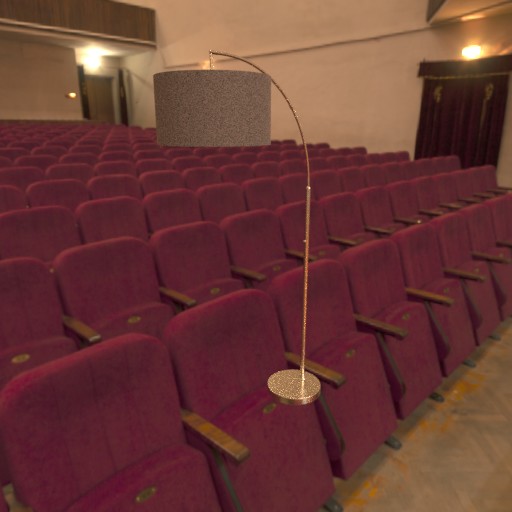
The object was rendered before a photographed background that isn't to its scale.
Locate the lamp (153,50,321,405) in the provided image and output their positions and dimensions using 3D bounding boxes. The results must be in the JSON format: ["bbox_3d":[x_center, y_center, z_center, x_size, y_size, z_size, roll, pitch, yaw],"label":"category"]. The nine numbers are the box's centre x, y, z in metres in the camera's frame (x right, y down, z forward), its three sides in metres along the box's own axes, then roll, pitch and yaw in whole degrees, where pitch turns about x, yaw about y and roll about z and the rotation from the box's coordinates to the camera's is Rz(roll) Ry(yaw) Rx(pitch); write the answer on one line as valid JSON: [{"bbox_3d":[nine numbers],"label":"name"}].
[{"bbox_3d":[0.000,0.000,2.100,0.452,1.735,0.934,15,22,42],"label":"lamp"}]
